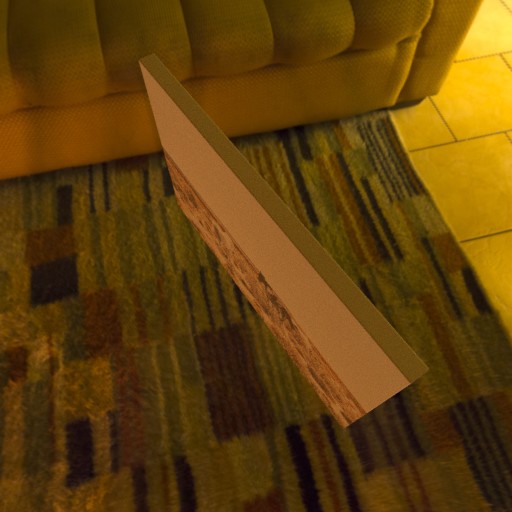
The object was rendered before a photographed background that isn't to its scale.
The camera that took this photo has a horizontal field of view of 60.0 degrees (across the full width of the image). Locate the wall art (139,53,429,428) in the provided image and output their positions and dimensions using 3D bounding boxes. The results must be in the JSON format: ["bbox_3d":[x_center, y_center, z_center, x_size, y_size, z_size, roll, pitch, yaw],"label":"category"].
[{"bbox_3d":[0.000,0.000,1.431,0.051,0.761,1.138,-32,67,-15],"label":"wall art"}]
